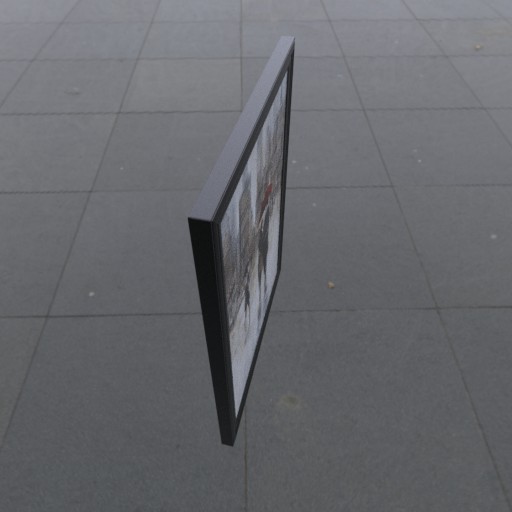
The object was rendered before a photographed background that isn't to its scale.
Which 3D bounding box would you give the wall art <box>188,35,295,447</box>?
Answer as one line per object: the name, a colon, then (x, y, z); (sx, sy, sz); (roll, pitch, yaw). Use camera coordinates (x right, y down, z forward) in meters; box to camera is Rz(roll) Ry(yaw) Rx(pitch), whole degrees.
wall art: (0.000, 0.000, 1.621); (0.053, 1.194, 0.950); (10, 48, 9)
